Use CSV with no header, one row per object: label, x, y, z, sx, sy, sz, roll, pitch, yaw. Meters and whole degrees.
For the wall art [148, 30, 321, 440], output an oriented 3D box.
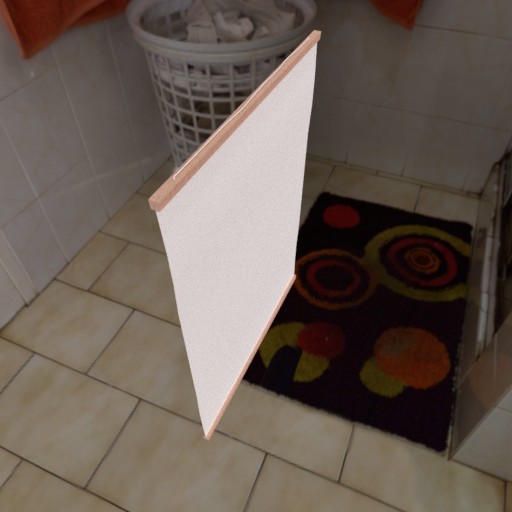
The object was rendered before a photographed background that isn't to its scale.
wall art,0.000,0.000,1.298,0.020,1.013,0.758,19,50,17
